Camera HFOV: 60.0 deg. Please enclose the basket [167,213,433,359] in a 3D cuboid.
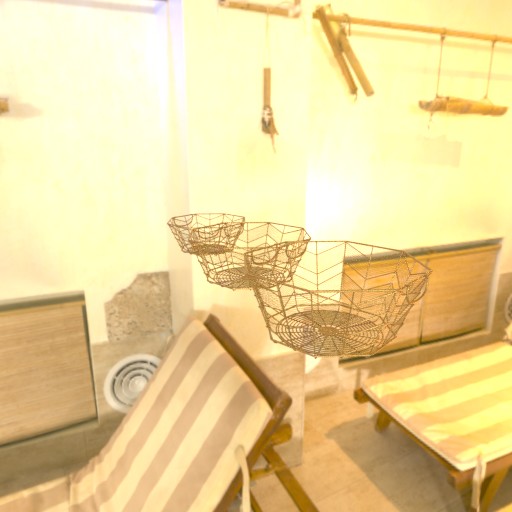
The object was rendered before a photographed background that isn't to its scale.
[{"bbox_3d":[0.000,0.000,1.392,0.432,0.178,1.245,-7,17,-24],"label":"basket"}]
